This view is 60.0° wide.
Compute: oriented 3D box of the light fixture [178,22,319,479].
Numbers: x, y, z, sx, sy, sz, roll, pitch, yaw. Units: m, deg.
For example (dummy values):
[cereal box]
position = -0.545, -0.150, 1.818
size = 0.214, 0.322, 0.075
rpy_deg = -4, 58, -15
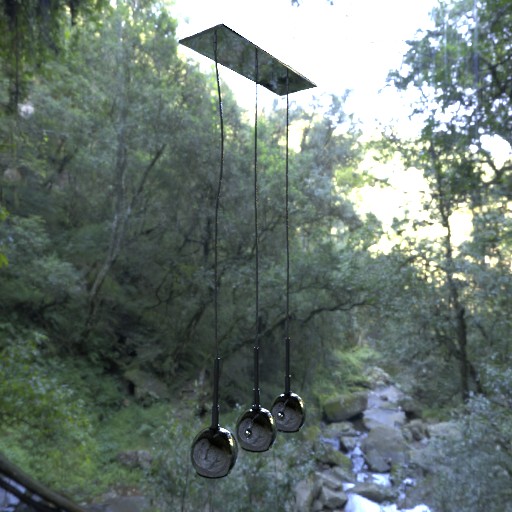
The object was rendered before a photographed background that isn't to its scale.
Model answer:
[light fixture]
position = 0.000, 0.000, 1.635
size = 0.188, 1.408, 0.623
rpy_deg = 0, 0, 36
